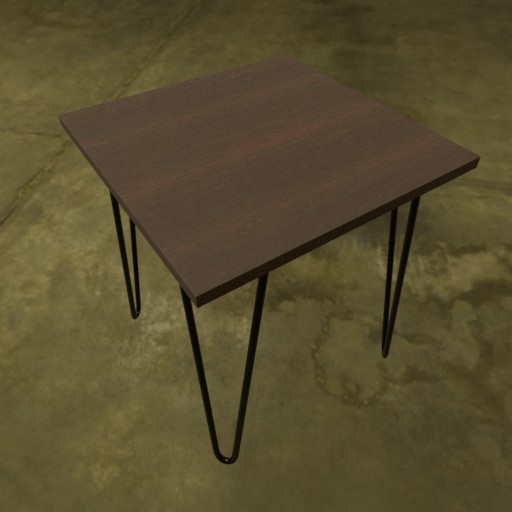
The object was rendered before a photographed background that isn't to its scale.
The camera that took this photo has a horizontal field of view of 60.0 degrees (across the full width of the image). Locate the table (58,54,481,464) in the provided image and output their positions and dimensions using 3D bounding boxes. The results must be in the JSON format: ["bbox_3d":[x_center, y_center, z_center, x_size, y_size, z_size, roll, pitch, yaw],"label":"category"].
[{"bbox_3d":[0.000,0.000,0.920,0.495,0.559,0.495,-26,50,-24],"label":"table"}]
